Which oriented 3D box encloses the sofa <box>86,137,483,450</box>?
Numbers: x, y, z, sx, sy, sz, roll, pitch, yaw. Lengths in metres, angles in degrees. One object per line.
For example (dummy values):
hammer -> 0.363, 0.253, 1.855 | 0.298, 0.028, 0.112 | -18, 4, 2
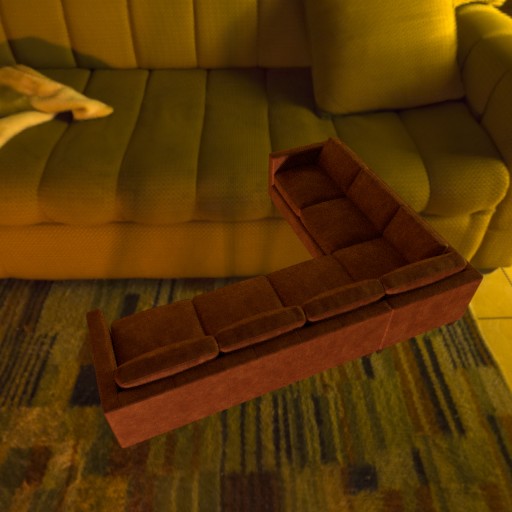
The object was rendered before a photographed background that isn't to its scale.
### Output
sofa -> 0.000, 0.000, 4.278 | 3.150, 0.838, 2.438 | -16, 47, -16
